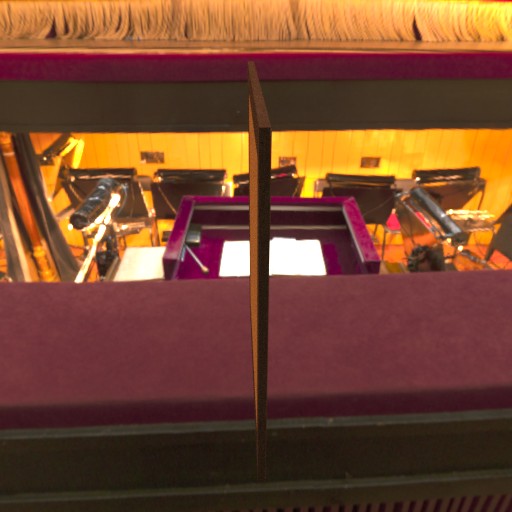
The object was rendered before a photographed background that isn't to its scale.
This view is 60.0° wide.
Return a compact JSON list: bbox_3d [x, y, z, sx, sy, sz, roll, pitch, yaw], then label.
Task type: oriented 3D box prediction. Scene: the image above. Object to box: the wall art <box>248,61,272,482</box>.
[{"bbox_3d":[0.000,0.000,0.777,0.013,0.570,0.476,-1,31,-2],"label":"wall art"}]
